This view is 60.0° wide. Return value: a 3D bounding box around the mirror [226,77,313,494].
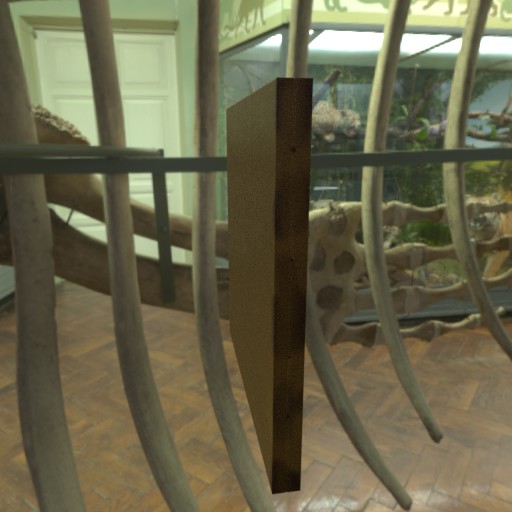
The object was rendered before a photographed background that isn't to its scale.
[{"bbox_3d":[0.000,0.000,0.757,0.042,0.507,0.509,-2,15,-9],"label":"mirror"}]
